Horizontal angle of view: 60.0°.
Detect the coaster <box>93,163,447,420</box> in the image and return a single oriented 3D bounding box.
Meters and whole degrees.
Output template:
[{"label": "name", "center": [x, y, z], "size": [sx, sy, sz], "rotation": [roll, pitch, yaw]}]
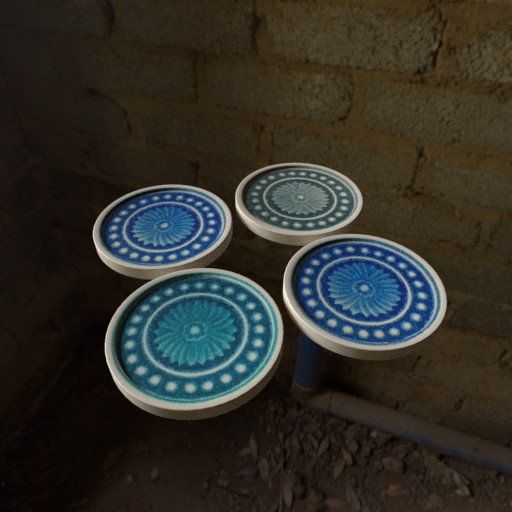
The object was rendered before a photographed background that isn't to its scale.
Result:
[{"label": "coaster", "center": [0.000, 0.000, 0.328], "size": [0.224, 0.010, 0.220], "rotation": [-13, 44, -14]}]
